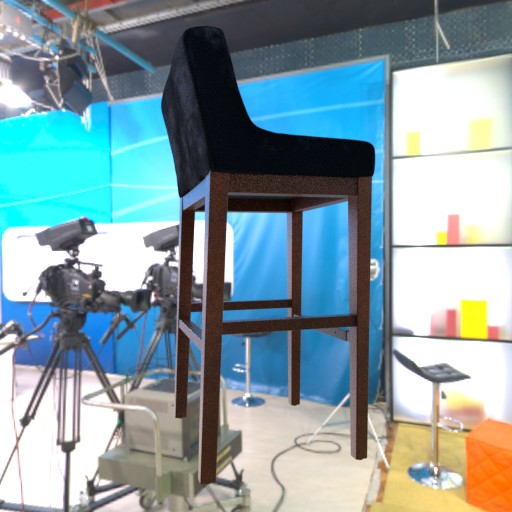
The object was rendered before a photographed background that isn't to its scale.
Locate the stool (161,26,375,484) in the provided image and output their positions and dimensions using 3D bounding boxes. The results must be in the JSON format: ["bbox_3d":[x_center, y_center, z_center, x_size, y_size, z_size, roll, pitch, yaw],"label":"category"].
[{"bbox_3d":[0.000,0.000,1.273,0.500,1.037,0.511,0,0,-18],"label":"stool"}]
